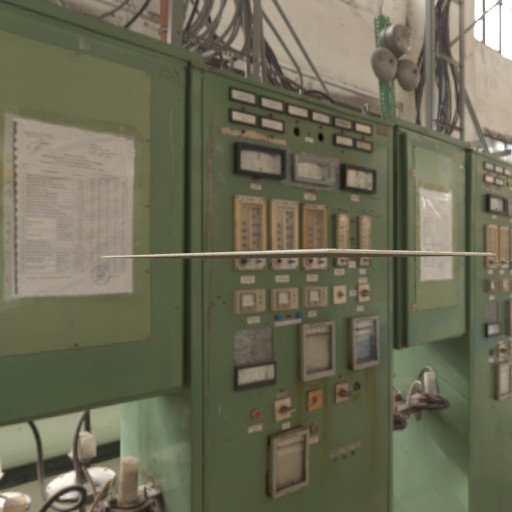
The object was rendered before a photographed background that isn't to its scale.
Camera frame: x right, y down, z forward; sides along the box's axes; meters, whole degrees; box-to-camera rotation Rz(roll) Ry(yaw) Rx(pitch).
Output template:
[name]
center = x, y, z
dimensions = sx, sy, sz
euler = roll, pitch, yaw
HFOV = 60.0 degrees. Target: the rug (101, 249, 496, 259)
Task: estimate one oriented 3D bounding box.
[rug]
center = 0.000, 0.000, 1.425
dimensions = 0.604, 0.007, 1.219
euler = 1, -1, -37
